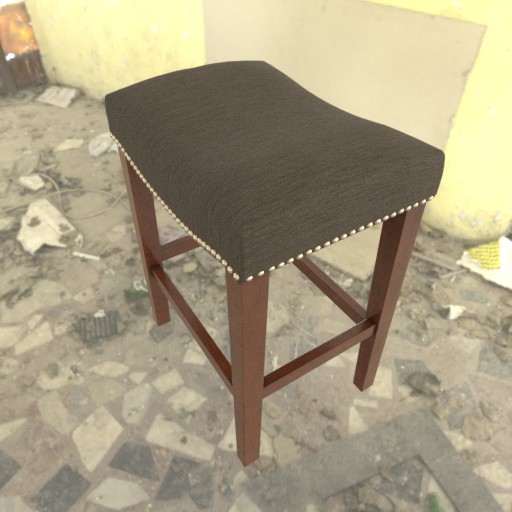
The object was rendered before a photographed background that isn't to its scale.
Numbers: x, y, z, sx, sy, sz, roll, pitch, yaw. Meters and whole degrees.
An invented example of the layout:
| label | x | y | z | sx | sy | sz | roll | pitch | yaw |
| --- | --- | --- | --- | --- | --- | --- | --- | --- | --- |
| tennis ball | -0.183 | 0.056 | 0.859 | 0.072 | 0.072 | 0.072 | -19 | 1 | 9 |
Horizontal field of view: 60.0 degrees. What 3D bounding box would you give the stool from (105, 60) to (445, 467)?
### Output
| label | x | y | z | sx | sy | sz | roll | pitch | yaw |
| --- | --- | --- | --- | --- | --- | --- | --- | --- | --- |
| stool | 0.000 | 0.000 | 0.934 | 0.372 | 0.654 | 0.504 | -23 | 46 | -24 |
